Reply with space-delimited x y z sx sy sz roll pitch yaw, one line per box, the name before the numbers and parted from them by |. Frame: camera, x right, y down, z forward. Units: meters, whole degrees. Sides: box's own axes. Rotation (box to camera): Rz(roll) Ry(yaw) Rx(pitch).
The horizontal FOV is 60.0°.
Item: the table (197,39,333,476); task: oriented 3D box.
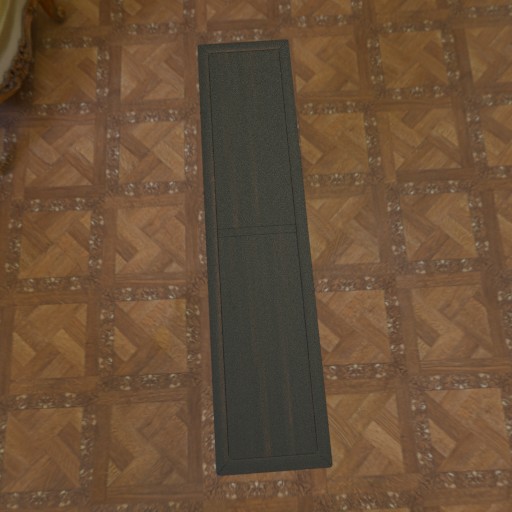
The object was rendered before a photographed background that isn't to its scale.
table | 0.000 0.000 1.995 0.384 0.762 1.631 -4 76 -1
